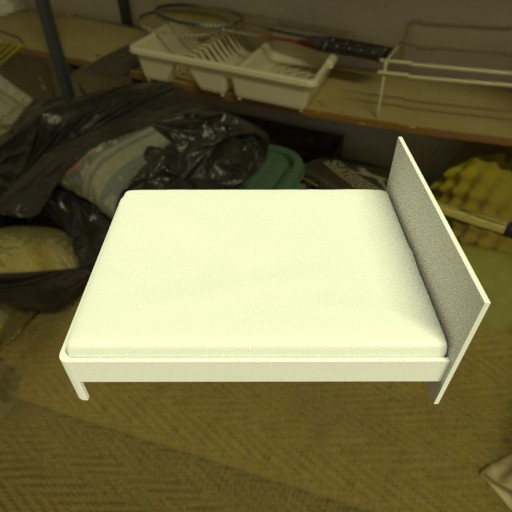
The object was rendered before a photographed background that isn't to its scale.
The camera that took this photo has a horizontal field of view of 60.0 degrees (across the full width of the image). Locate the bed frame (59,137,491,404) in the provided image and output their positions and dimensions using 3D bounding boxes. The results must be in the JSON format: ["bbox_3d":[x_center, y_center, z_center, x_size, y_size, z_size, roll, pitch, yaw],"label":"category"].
[{"bbox_3d":[0.000,0.000,2.665,1.950,0.800,1.490,0,42,0],"label":"bed frame"}]
